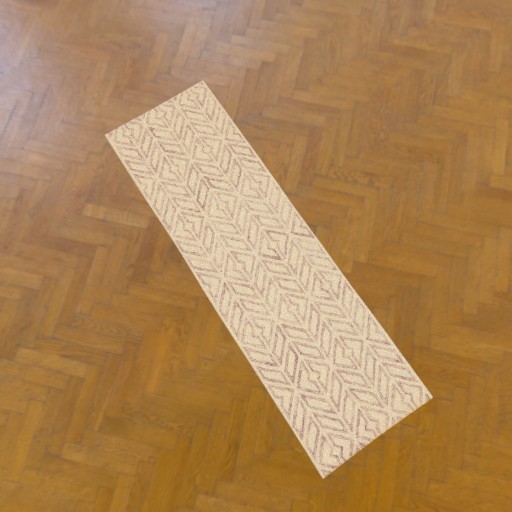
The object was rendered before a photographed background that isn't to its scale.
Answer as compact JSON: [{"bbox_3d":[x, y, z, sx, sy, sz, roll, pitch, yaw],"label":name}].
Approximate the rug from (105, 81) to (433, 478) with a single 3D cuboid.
[{"bbox_3d":[0.000,0.000,2.665,0.750,0.009,2.435,-32,77,-8],"label":"rug"}]
